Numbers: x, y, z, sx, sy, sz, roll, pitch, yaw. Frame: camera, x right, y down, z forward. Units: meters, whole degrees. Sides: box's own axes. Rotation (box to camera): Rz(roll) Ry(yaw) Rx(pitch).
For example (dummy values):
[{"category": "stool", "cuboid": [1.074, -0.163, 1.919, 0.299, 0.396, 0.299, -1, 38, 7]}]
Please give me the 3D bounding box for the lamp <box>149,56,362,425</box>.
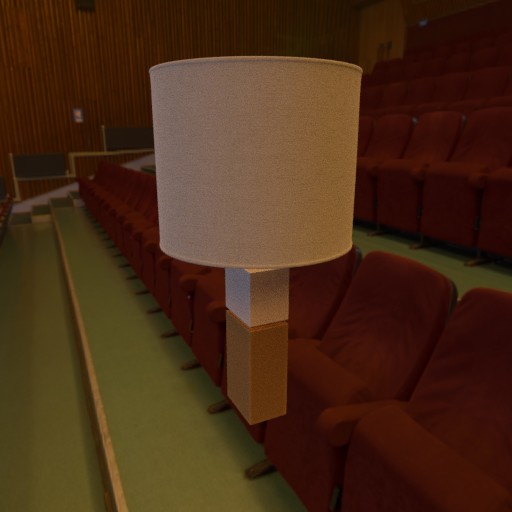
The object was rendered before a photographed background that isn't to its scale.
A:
[{"category": "lamp", "cuboid": [0.000, 0.000, 0.543, 0.229, 0.417, 0.229, -8, 17, -25]}]
